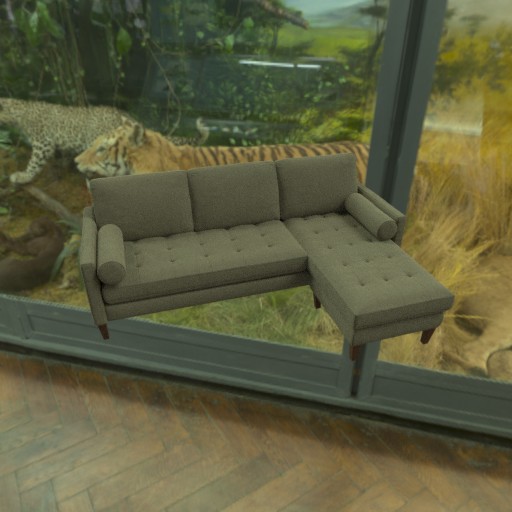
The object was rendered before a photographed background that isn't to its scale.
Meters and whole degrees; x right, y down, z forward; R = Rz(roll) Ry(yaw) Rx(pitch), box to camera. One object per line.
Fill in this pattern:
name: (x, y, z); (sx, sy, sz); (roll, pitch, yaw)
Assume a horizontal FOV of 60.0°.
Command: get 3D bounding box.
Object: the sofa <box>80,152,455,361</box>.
sofa: (0.000, 0.000, 2.965); (2.178, 0.875, 1.506); (-9, 32, -14)
